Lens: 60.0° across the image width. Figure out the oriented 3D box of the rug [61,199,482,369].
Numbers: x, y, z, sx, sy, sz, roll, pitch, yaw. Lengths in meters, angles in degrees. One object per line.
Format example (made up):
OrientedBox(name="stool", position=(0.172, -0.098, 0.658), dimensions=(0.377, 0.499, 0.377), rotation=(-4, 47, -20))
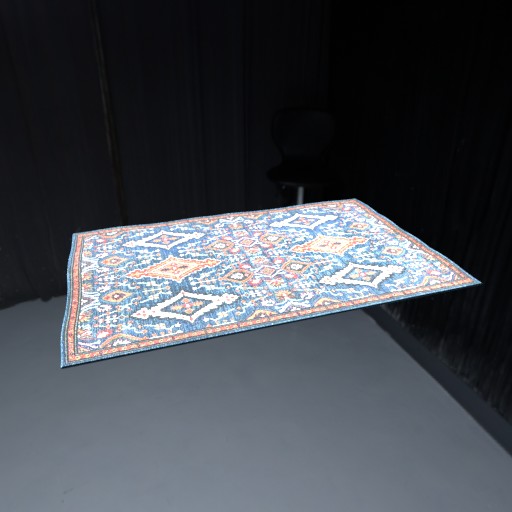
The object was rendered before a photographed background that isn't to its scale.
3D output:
OrientedBox(name="rug", position=(0.000, 0.000, 2.306), dimensions=(1.847, 0.014, 1.195), rotation=(-9, 29, -16))
